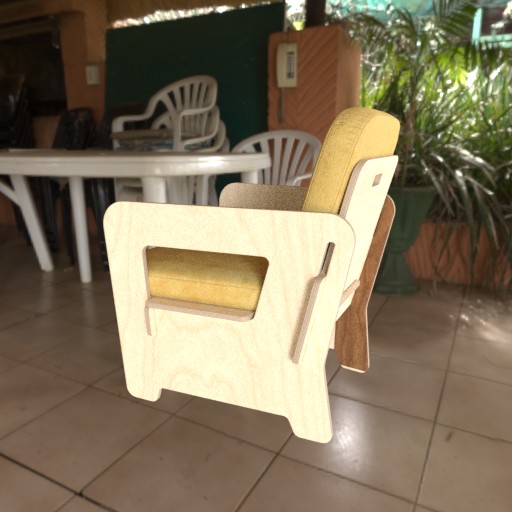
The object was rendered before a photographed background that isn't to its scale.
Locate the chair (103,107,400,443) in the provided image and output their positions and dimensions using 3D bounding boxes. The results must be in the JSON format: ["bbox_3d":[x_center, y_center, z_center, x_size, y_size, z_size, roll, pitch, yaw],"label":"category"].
[{"bbox_3d":[0.000,0.000,1.301,0.710,0.800,0.590,7,16,26],"label":"chair"}]
